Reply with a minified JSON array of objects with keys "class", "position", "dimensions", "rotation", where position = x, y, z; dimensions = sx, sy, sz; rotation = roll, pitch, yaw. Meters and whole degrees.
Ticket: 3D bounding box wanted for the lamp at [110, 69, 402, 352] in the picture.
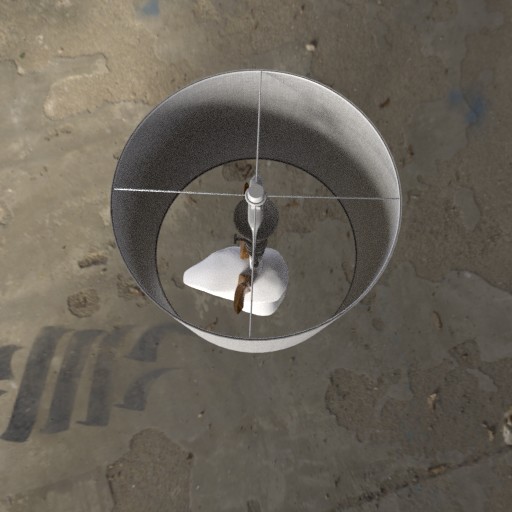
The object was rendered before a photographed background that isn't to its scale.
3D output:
[{"class":"lamp","position":[0.000,0.000,0.691],"dimensions":[0.298,0.503,0.298],"rotation":[2,75,1]}]
